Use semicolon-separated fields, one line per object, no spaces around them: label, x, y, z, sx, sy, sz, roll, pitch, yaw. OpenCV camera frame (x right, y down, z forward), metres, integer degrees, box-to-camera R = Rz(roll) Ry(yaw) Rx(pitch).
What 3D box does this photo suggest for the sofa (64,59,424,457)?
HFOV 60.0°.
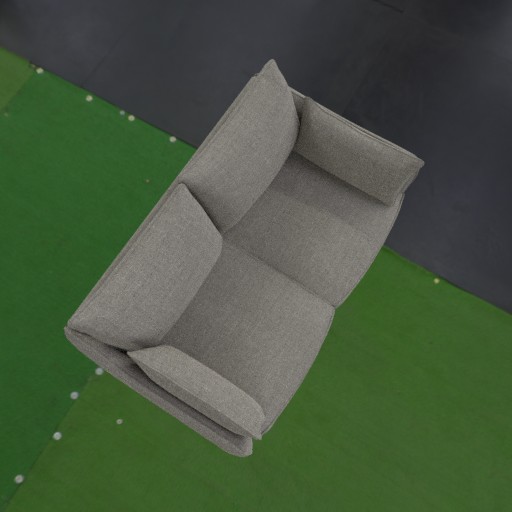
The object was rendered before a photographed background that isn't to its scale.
sofa;0.000;0.000;2.108;0.972;0.851;1.580;32;77;8
